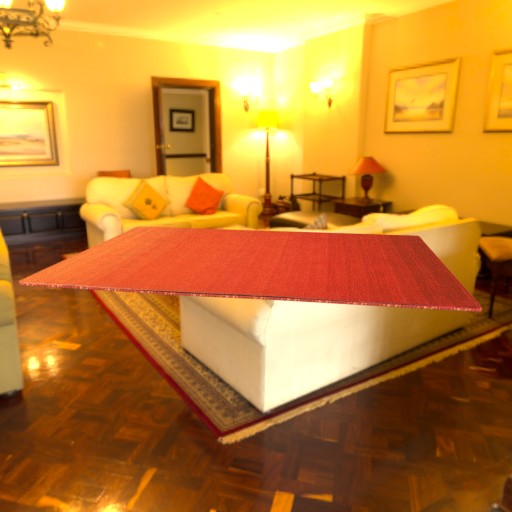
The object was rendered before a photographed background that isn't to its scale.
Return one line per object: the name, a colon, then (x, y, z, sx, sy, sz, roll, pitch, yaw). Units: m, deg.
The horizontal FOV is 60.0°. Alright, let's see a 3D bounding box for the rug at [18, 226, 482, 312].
rug: (0.000, 0.000, 2.288, 1.835, 0.018, 1.230, 2, 15, 9)
